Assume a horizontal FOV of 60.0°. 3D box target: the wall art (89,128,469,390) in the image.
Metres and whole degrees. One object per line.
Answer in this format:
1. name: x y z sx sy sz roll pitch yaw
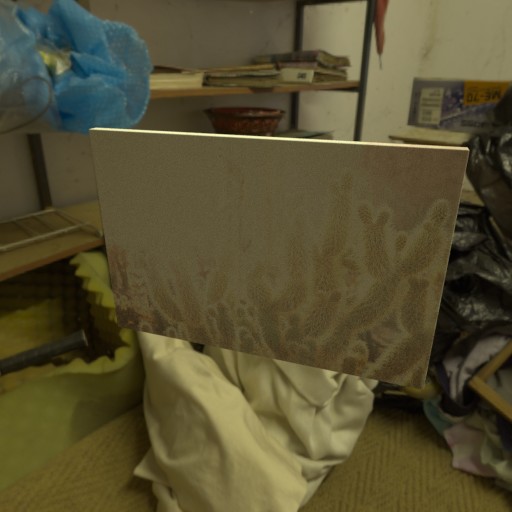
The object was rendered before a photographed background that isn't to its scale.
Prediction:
1. wall art: 0.000 0.000 1.448 1.142 0.758 0.041 8 25 17
